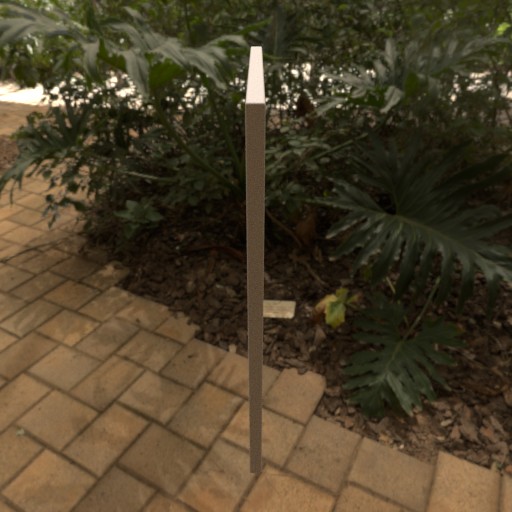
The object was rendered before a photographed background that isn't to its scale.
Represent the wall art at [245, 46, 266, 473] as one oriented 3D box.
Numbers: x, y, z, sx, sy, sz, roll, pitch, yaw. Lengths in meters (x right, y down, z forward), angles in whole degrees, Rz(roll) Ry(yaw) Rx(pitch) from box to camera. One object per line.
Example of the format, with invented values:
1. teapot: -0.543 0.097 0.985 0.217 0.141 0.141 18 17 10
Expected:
1. wall art: 0.000 0.000 1.022 0.026 0.813 0.556 0 32 0
